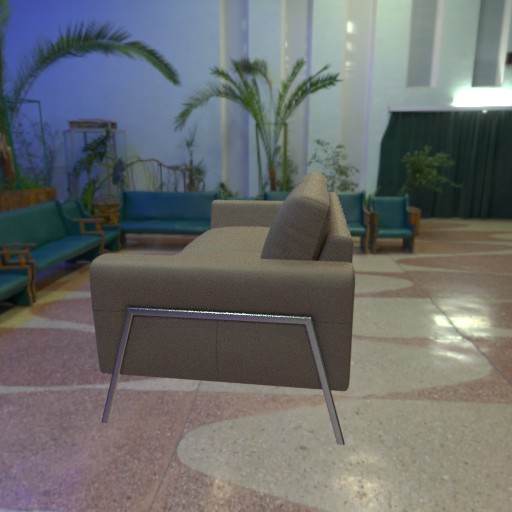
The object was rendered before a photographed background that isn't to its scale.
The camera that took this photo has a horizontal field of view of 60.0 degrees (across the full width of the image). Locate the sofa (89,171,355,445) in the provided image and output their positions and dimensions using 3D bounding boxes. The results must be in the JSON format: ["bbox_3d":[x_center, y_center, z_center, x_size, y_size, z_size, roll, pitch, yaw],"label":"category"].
[{"bbox_3d":[0.000,0.000,2.515,0.953,0.875,2.017,2,14,8],"label":"sofa"}]
